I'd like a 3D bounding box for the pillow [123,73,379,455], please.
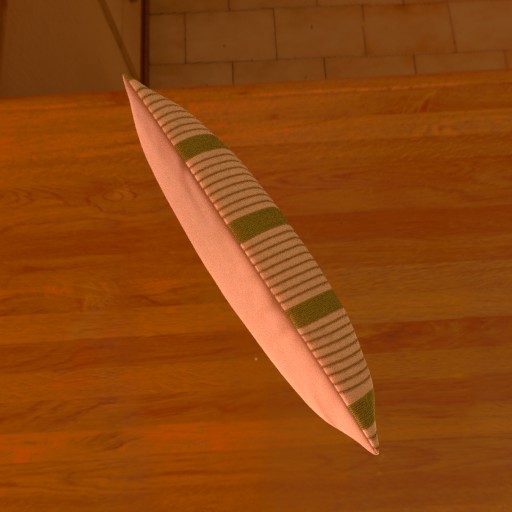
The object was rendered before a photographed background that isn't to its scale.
[{"bbox_3d":[0.000,0.000,0.717,0.156,0.292,0.608,-33,79,-7],"label":"pillow"}]
